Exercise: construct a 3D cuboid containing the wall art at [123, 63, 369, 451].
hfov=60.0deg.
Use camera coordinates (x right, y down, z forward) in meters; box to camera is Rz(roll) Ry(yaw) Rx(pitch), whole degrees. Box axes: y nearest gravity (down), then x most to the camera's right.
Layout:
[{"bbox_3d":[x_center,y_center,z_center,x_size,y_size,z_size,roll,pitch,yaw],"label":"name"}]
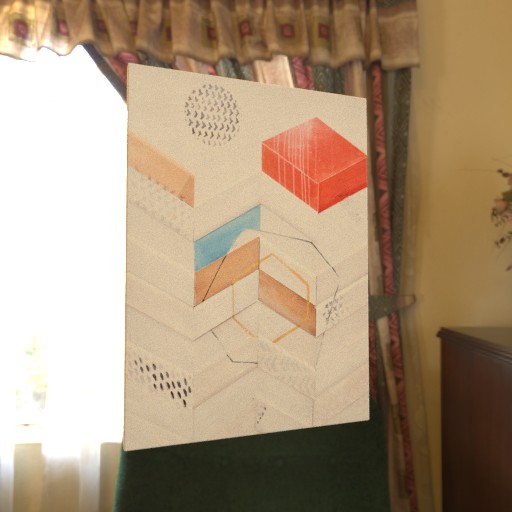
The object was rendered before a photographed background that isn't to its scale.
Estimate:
[{"bbox_3d":[0.000,0.000,1.083,0.613,0.848,0.036,1,-2,-19],"label":"wall art"}]
